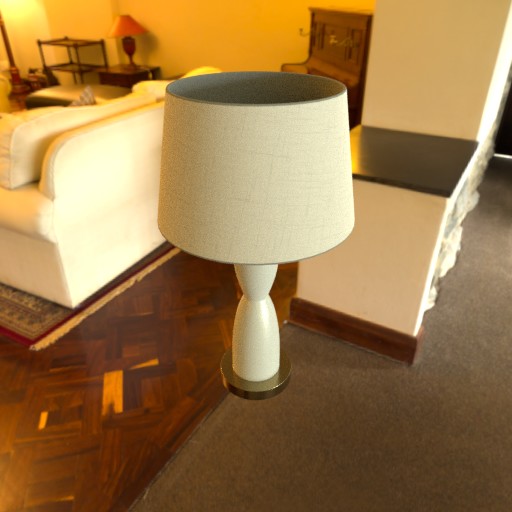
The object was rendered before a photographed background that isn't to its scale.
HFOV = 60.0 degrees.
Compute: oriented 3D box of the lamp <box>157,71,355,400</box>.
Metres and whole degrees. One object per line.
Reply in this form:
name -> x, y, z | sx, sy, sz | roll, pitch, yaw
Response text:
lamp -> 0.000, 0.000, 0.746 | 0.309, 0.545, 0.309 | 0, 31, 0
